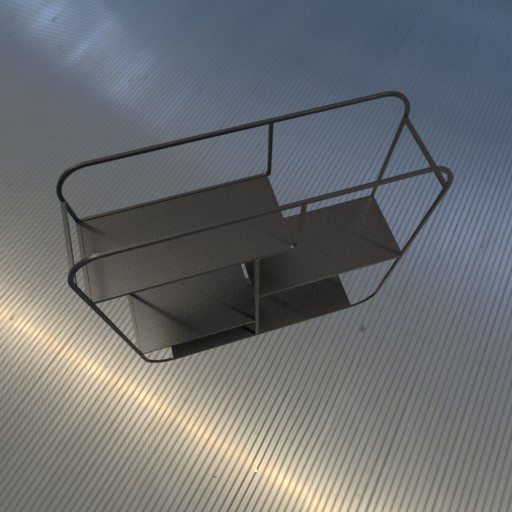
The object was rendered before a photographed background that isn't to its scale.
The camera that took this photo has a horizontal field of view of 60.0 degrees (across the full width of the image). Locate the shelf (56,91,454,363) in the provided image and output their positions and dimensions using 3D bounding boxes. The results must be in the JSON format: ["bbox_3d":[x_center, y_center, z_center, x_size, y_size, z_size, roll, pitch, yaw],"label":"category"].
[{"bbox_3d":[0.000,0.000,0.912,0.600,0.600,0.160,-15,65,-7],"label":"shelf"}]
